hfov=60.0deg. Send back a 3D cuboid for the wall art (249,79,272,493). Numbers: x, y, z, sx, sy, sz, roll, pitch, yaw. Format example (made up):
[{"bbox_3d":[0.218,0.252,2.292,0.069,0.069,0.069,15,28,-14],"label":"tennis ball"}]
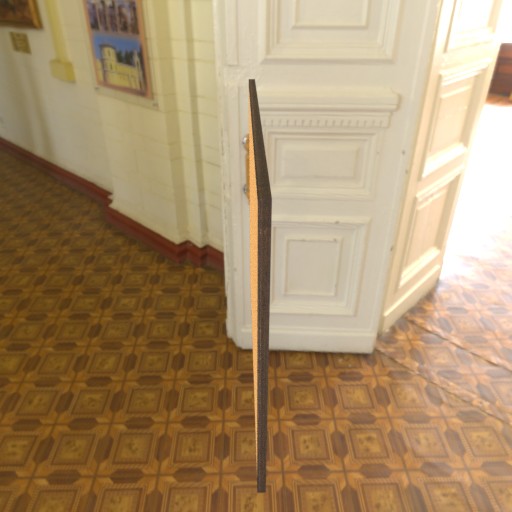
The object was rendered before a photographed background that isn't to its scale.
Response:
[{"bbox_3d":[0.000,0.000,1.413,0.023,0.875,1.033,-1,32,-1],"label":"wall art"}]
